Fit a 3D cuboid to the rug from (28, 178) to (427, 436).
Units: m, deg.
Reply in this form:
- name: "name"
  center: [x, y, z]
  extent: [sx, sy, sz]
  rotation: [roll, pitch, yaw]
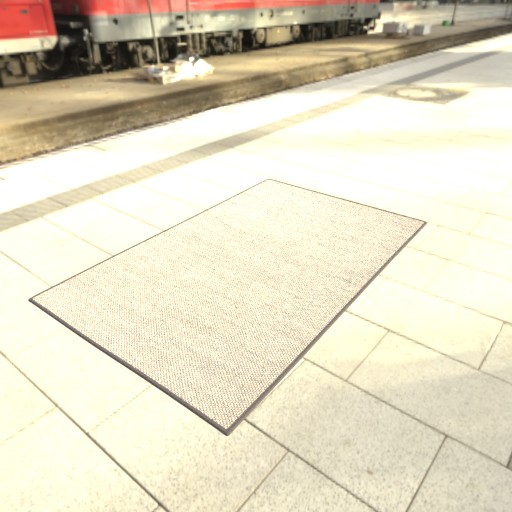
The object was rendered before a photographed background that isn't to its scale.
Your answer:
- name: "rug"
  center: [0.000, 0.000, 2.096]
  extent: [1.067, 0.013, 1.676]
  rotation: [21, 37, 31]
